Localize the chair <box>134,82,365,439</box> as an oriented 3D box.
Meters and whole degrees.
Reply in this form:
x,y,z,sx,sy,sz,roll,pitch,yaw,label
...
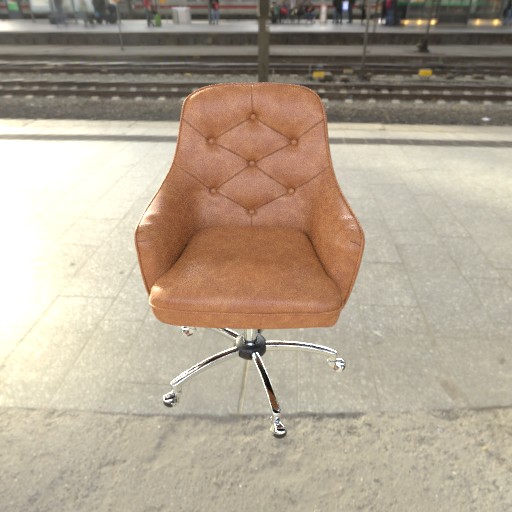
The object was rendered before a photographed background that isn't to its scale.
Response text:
x,y,z,sx,sy,sz,roll,pitch,yaw,label
0.000,0.000,1.349,0.628,0.909,0.615,1,30,2,chair
